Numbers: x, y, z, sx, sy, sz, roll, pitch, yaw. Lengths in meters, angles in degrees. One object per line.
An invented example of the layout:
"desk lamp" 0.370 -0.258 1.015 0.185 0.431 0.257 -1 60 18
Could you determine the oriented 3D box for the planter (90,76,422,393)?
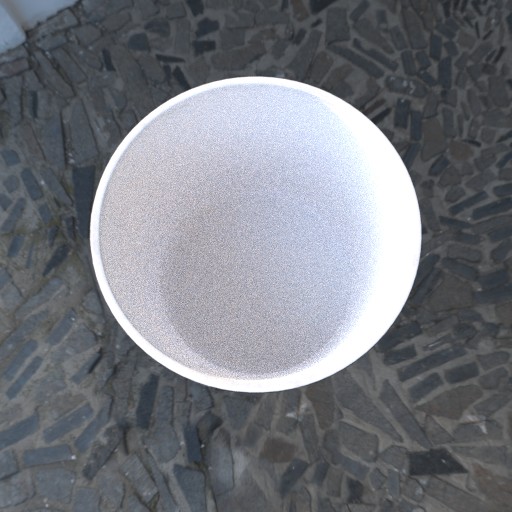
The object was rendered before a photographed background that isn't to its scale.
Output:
"planter" 0.000 0.000 0.314 0.178 0.157 0.178 0 76 0
